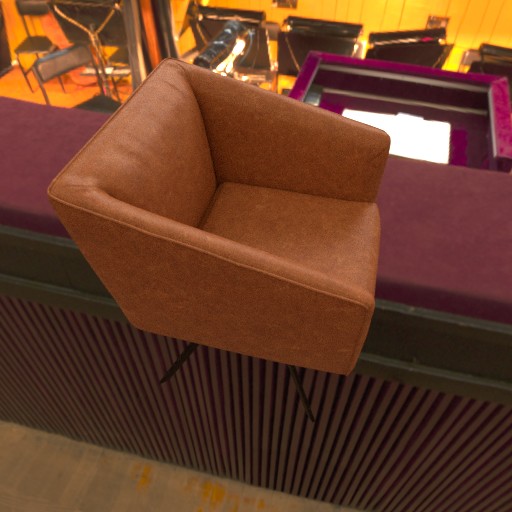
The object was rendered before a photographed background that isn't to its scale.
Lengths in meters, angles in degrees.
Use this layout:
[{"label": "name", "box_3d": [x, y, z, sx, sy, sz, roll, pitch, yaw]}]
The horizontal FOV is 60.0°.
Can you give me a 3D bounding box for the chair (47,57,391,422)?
[{"label": "chair", "box_3d": [0.000, 0.000, 1.183, 0.625, 0.760, 0.588, 11, 49, 10]}]
